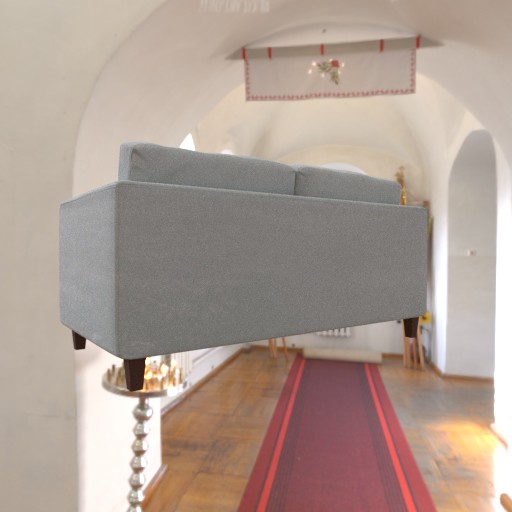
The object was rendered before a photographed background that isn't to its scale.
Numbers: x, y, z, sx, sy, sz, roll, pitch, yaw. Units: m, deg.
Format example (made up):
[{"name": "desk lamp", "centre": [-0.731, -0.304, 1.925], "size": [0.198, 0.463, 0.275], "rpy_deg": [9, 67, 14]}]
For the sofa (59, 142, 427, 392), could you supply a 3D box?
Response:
[{"name": "sofa", "centre": [0.000, 0.000, 2.464], "size": [1.884, 0.963, 0.950], "rpy_deg": [-1, 1, -35]}]
